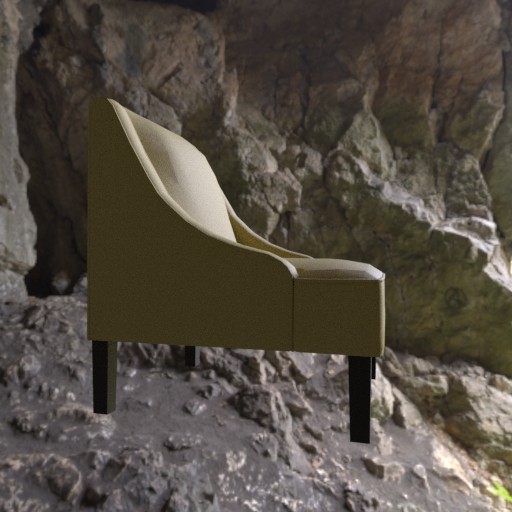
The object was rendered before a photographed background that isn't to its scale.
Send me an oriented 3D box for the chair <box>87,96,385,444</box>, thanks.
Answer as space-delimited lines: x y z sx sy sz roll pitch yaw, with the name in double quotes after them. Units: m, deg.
0.000 0.000 1.459 0.814 0.896 0.696 0 -1 16 "chair"
